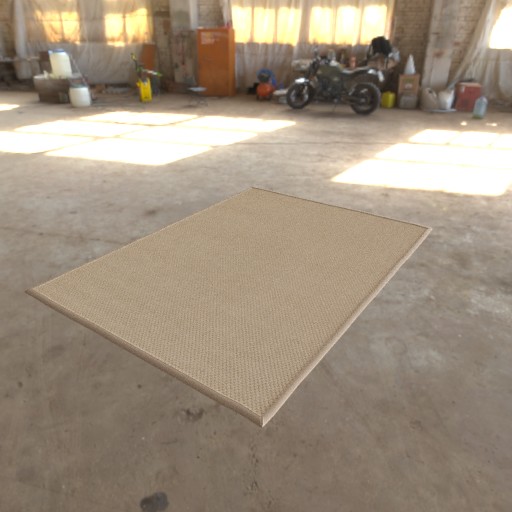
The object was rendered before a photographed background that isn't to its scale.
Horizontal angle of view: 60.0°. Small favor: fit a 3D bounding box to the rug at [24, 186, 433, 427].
[{"bbox_3d":[0.000,0.000,2.680,1.525,0.020,2.081,18,33,31],"label":"rug"}]
